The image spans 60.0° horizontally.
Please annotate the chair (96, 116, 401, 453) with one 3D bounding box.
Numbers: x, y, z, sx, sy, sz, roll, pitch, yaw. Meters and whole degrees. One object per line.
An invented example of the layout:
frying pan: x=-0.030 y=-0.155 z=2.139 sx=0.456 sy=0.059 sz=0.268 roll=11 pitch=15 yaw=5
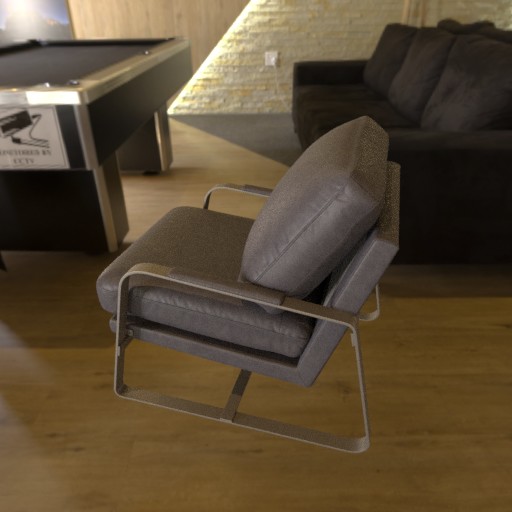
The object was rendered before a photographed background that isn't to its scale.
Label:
chair: x=0.000 y=0.000 z=1.481 sx=0.878 sy=0.839 sz=0.692 roll=8 pitch=31 yaw=14
